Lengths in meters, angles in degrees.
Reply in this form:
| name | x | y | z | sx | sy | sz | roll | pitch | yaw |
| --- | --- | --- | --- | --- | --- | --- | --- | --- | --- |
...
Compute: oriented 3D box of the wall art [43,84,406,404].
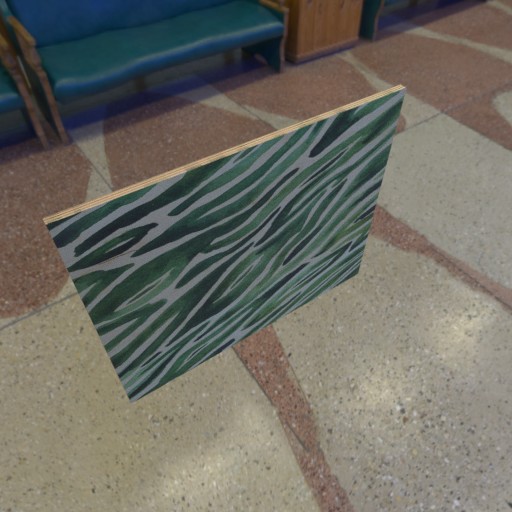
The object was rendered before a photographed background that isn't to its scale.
| name | x | y | z | sx | sy | sz | roll | pitch | yaw |
| --- | --- | --- | --- | --- | --- | --- | --- | --- | --- |
| wall art | 0.000 | 0.000 | 0.687 | 0.508 | 0.408 | 0.012 | -26 | 53 | -22 |
